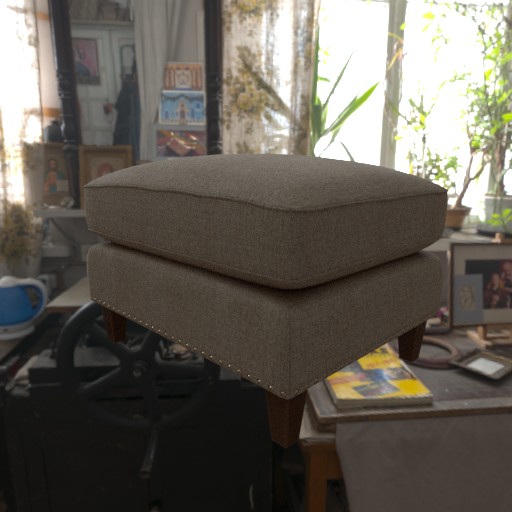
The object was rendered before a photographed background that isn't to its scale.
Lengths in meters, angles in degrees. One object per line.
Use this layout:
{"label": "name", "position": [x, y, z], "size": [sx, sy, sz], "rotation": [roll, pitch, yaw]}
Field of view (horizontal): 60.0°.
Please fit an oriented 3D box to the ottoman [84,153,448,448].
{"label": "ottoman", "position": [0.000, 0.000, 1.139], "size": [0.584, 0.513, 0.741], "rotation": [-13, 18, -43]}
